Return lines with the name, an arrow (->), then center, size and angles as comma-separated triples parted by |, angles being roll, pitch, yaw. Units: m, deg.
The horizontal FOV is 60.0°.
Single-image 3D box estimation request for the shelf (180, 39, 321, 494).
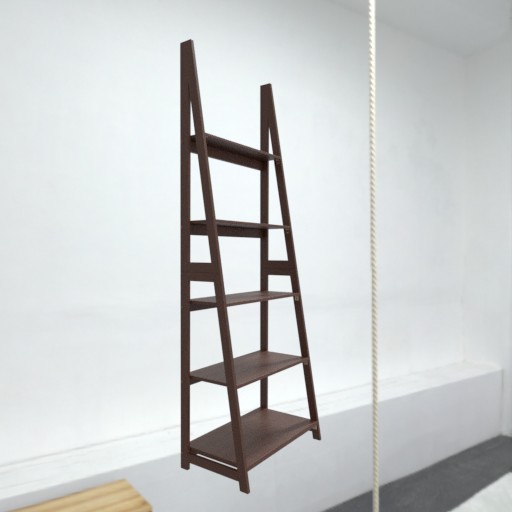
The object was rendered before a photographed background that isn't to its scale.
shelf -> 0.000, 0.000, 1.987 | 0.350, 1.770, 0.600 | 0, 1, 36
